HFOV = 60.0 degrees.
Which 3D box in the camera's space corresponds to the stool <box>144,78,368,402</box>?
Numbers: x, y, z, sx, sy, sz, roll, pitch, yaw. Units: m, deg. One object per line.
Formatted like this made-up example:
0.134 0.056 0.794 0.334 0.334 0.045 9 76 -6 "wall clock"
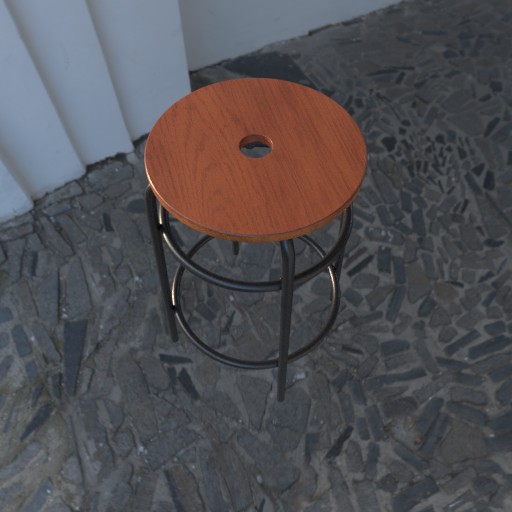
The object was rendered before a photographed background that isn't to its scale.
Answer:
0.000 0.000 0.924 0.455 0.610 0.455 -13 58 -8 "stool"
